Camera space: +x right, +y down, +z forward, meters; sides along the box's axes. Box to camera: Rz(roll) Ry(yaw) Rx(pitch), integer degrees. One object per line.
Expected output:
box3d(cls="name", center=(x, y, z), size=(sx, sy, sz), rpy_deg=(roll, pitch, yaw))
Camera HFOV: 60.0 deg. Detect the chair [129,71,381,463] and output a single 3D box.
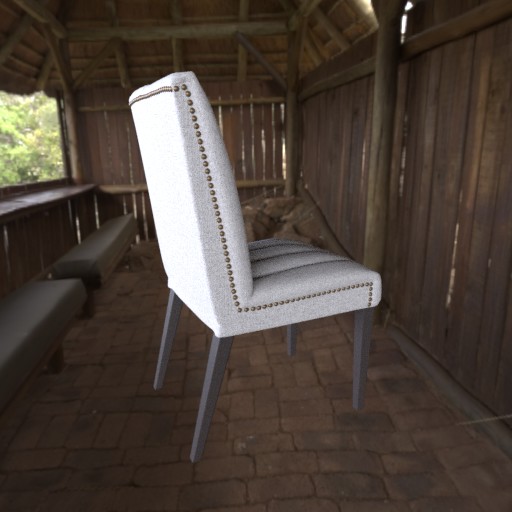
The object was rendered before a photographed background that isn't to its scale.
box3d(cls="chair", center=(0.000, 0.000, 1.419), size=(0.647, 1.016, 0.511), rpy_deg=(-7, 16, -26))
